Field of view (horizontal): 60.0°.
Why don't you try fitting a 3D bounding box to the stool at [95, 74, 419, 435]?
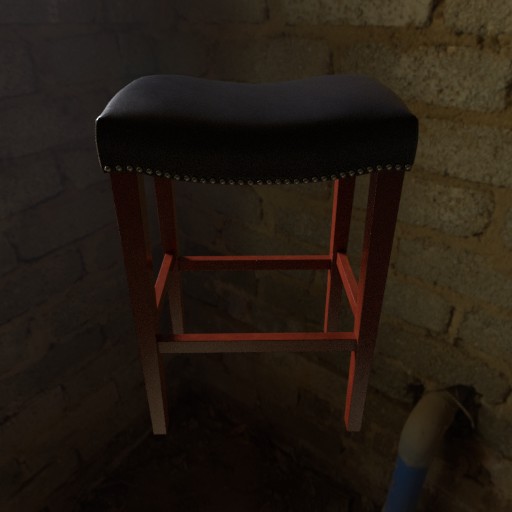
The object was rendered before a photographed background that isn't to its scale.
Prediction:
[{"bbox_3d":[0.000,0.000,0.995,0.504,0.742,0.372,0,30,-1],"label":"stool"}]
